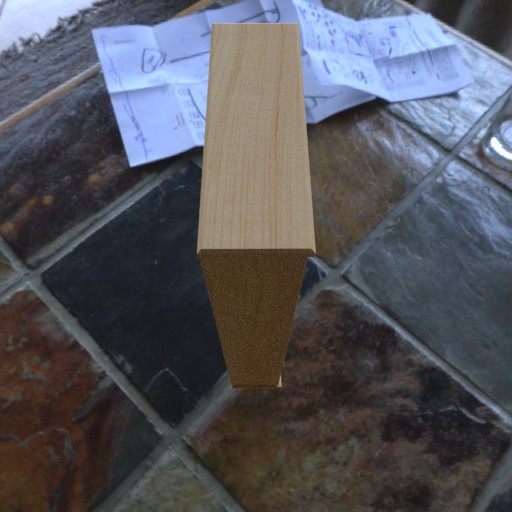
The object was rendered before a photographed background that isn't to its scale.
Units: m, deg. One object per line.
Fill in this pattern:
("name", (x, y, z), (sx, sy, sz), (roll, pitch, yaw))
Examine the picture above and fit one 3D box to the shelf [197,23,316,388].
("shelf", (0.000, 0.000, 1.221), (0.175, 1.030, 0.520), (0, 63, 0))
